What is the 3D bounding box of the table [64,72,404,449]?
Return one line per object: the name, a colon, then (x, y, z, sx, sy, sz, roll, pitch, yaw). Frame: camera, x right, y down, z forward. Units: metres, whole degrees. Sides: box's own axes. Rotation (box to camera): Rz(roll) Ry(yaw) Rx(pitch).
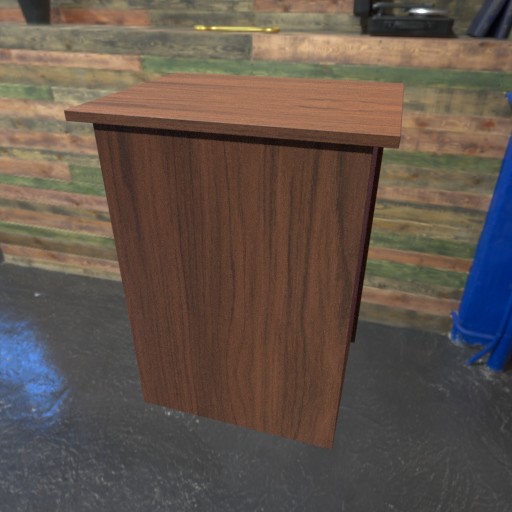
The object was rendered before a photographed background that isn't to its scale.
table: (0.000, 0.000, 0.914, 0.480, 0.636, 0.381, 9, 32, 14)
